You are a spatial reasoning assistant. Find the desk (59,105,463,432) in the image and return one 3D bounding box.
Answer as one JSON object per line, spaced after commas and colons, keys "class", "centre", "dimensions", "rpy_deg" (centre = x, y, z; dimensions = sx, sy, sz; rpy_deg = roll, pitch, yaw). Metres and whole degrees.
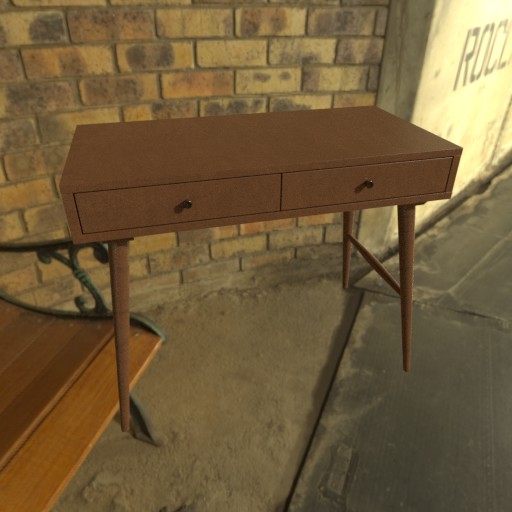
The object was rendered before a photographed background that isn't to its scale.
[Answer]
{"class": "desk", "centre": [0.000, 0.000, 1.391], "dimensions": [0.949, 0.758, 0.510], "rpy_deg": [-8, 32, -13]}
